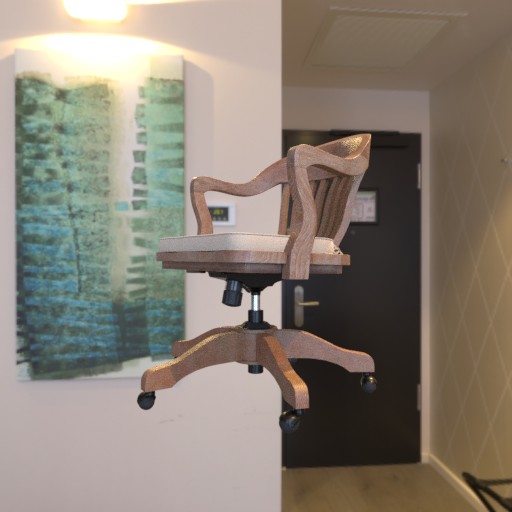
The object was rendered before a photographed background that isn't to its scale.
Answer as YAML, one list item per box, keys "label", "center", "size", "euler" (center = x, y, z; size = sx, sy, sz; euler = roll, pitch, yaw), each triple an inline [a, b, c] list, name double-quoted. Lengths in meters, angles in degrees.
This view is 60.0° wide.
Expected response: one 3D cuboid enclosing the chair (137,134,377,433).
- label: "chair"
  center: [0.000, 0.000, 1.462]
  size: [0.788, 0.878, 0.750]
  euler: [0, 0, -35]
